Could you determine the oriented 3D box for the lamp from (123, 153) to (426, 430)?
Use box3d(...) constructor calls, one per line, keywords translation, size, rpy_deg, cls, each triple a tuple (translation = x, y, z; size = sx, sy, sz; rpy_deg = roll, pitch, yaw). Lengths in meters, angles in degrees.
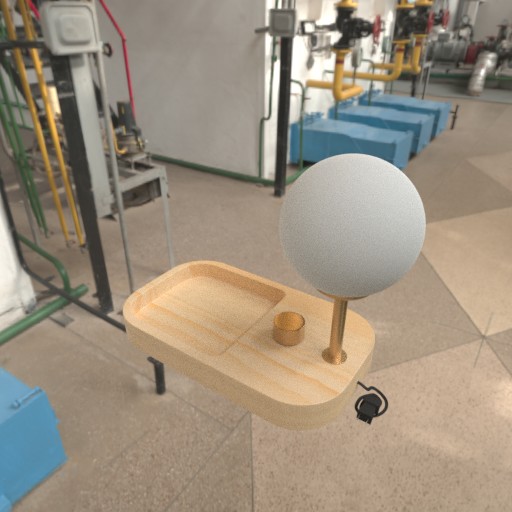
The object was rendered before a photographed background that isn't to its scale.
box3d(translation=(0.000, 0.000, 0.475), size=(0.331, 0.253, 0.173), rpy_deg=(19, 35, 29), cls="lamp")
